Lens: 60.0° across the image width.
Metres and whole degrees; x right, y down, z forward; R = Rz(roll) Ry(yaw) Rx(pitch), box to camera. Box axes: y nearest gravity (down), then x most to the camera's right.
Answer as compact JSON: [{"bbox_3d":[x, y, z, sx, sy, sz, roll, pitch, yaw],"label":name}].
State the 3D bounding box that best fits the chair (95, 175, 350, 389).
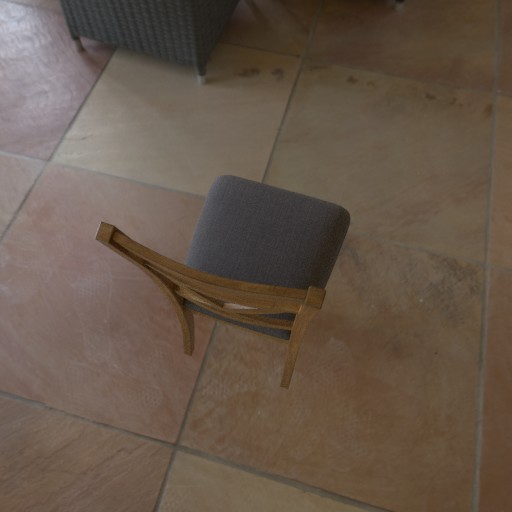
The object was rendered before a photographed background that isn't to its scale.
[{"bbox_3d":[0.000,0.000,1.277,0.470,0.949,0.581,17,65,8],"label":"chair"}]
